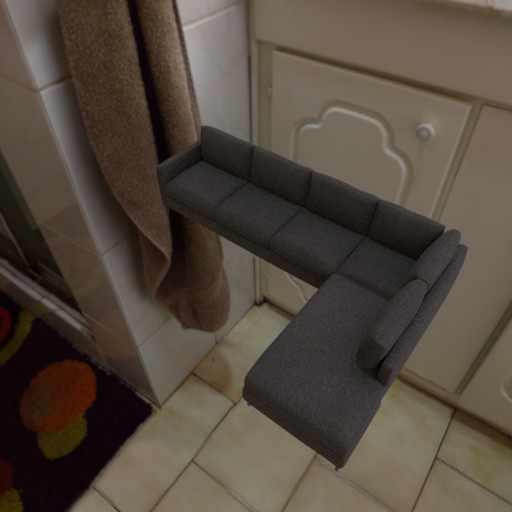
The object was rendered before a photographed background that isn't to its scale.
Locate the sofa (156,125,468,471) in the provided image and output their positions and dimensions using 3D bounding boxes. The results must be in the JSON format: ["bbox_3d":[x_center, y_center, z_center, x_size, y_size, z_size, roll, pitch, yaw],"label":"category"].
[{"bbox_3d":[0.000,0.000,3.847,2.949,0.815,2.007,29,52,25],"label":"sofa"}]
